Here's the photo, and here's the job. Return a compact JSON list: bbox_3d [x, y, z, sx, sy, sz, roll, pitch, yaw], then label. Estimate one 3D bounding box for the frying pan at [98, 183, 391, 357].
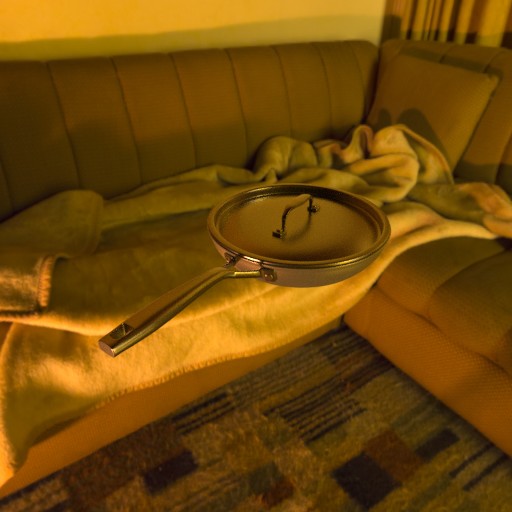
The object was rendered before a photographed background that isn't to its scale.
[{"bbox_3d":[0.000,0.000,0.597,0.272,0.086,0.490,20,37,30],"label":"frying pan"}]
